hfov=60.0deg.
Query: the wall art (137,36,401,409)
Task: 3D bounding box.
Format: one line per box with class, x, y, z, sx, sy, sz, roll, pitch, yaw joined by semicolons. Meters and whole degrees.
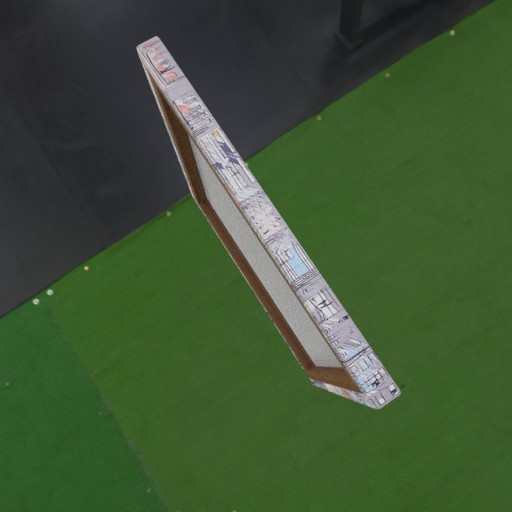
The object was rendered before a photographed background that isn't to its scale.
wall art;0.000;0.000;1.118;0.048;0.762;0.761;-32;78;-7
